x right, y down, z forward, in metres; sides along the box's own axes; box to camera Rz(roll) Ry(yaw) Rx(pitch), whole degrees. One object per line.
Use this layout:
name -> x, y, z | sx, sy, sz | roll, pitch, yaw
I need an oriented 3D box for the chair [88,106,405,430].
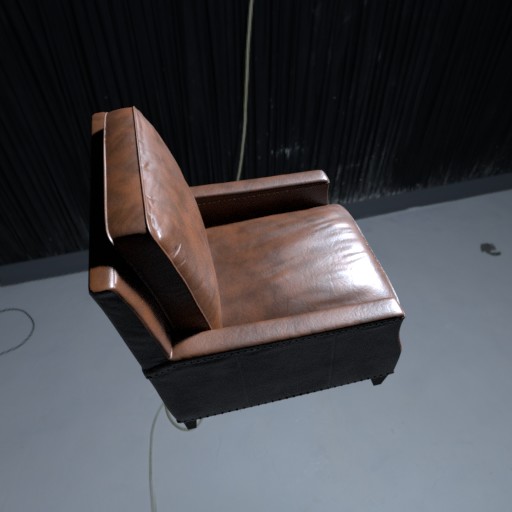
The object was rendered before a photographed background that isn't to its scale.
chair -> 0.000, 0.000, 1.743 | 1.035, 1.054, 0.854 | -10, 48, -9
